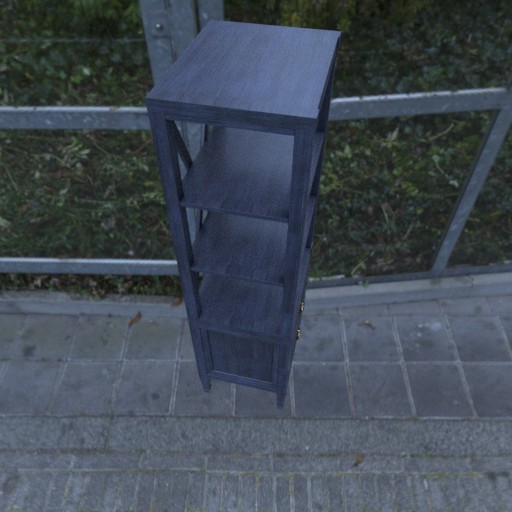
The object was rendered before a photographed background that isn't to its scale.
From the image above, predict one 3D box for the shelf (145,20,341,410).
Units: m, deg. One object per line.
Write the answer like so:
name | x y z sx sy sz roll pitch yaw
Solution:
shelf | 0.000 0.000 1.971 0.472 1.727 0.584 10 48 9
